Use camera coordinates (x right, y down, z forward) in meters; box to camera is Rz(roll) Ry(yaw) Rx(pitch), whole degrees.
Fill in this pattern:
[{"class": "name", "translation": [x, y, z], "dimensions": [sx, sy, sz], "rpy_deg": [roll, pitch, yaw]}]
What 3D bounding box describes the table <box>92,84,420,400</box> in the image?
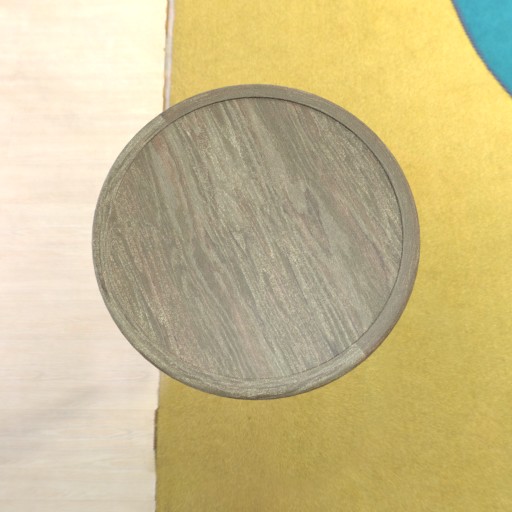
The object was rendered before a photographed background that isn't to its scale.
[{"class": "table", "translation": [0.000, 0.000, 1.030], "dimensions": [0.607, 0.450, 0.607], "rpy_deg": [0, 76, 0]}]
